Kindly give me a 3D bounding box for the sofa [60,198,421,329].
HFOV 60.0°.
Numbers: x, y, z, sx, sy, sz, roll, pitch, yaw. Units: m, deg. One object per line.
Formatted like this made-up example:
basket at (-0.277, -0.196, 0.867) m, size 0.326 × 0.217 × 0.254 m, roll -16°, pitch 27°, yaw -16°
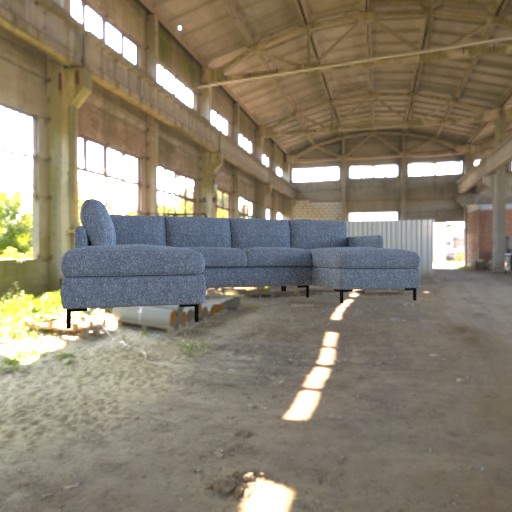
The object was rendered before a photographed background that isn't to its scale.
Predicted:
sofa at (0.000, 0.000, 3.593) m, size 2.737 × 0.756 × 1.879 m, roll 0°, pitch 0°, yaw -18°
